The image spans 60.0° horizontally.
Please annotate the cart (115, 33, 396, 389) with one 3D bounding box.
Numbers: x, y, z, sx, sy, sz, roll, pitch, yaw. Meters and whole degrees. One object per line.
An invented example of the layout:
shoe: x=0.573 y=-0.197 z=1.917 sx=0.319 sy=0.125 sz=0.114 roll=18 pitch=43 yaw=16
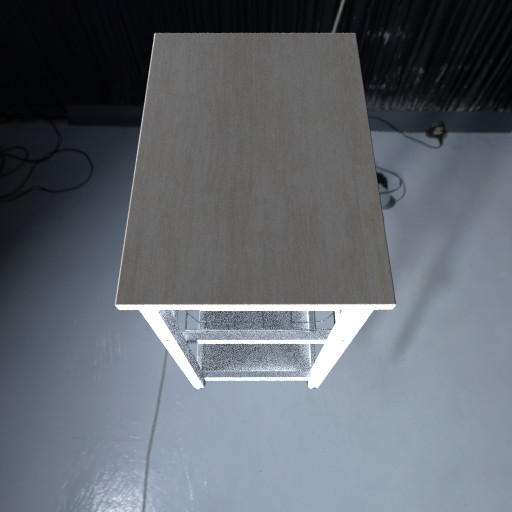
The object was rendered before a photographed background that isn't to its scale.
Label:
cart: x=0.000 y=0.000 z=1.149 sx=0.406 sy=0.857 sz=0.578 roll=0 pitch=64 yaw=0
